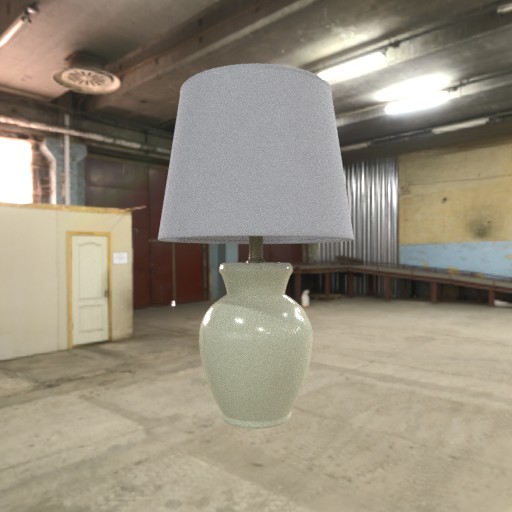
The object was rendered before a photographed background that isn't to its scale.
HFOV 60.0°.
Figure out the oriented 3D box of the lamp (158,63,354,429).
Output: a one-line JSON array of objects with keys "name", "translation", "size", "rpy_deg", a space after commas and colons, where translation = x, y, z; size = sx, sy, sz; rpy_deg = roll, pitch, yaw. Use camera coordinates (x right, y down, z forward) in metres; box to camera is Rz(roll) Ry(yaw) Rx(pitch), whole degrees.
[{"name": "lamp", "translation": [0.000, 0.000, 0.554], "size": [0.239, 0.399, 0.239], "rpy_deg": [0, 0, 0]}]
